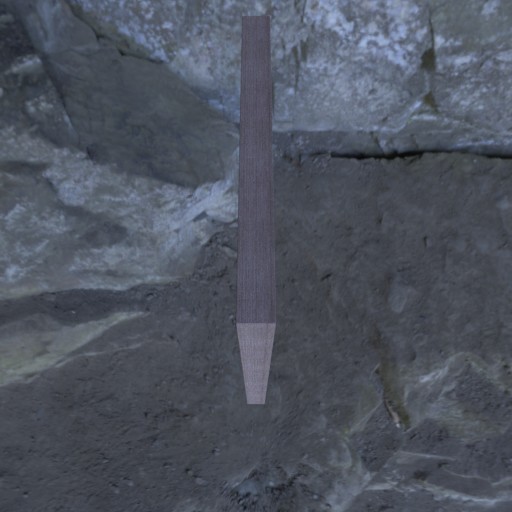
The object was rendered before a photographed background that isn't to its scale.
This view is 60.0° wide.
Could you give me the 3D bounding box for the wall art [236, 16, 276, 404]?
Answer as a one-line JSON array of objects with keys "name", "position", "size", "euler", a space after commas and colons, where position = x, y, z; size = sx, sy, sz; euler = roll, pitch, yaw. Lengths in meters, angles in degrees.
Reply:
[{"name": "wall art", "position": [0.000, 0.000, 0.651], "size": [0.031, 0.509, 0.356], "euler": [0, 65, 0]}]
